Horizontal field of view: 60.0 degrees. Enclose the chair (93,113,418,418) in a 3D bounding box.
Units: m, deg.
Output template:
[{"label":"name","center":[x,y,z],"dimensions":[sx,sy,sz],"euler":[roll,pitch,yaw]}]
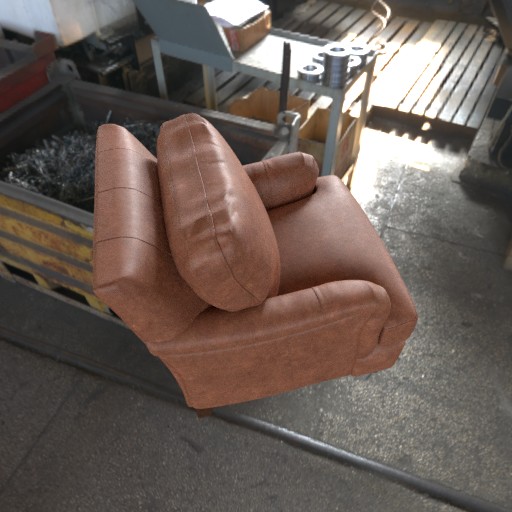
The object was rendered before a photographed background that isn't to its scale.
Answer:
[{"label":"chair","center":[0.000,0.000,1.955],"dimensions":[1.158,1.055,0.986],"euler":[-10,48,-9]}]
